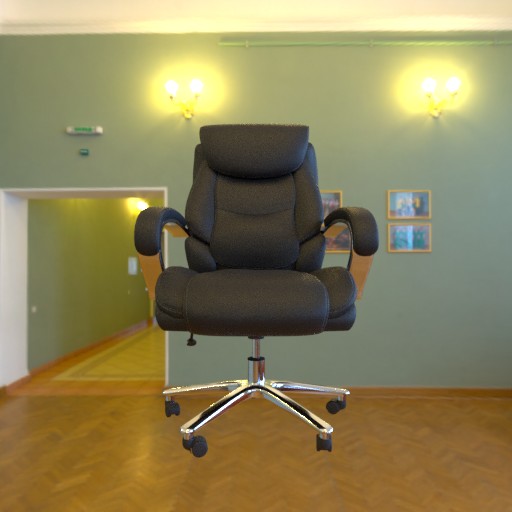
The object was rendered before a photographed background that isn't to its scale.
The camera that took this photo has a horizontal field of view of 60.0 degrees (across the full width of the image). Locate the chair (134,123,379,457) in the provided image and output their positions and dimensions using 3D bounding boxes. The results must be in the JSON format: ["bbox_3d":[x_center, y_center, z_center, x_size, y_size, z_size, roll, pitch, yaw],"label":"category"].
[{"bbox_3d":[0.000,0.000,1.629,0.755,1.183,0.790,0,-1,0],"label":"chair"}]
